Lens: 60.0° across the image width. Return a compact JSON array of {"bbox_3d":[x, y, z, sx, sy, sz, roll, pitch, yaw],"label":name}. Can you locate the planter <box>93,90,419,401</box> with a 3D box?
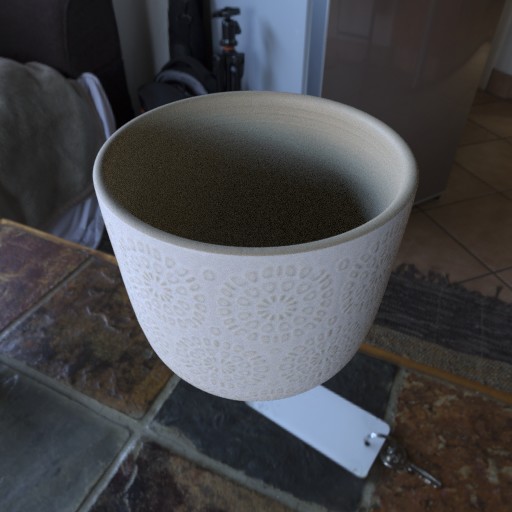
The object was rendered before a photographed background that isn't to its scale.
[{"bbox_3d":[0.000,0.000,0.289,0.170,0.152,0.170,0,42,0],"label":"planter"}]
